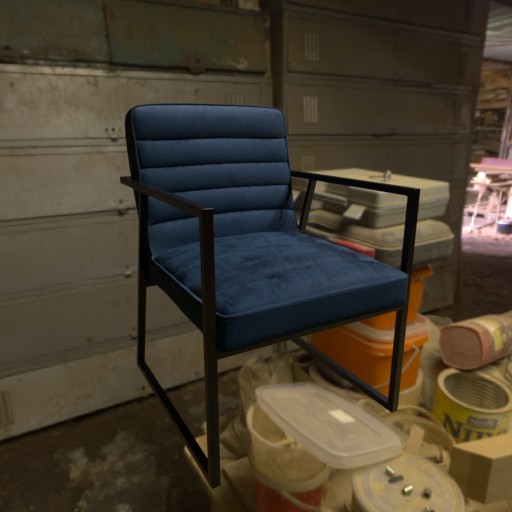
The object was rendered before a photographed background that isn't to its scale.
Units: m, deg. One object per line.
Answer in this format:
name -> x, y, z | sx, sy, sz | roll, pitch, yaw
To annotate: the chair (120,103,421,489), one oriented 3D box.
chair -> 0.000, 0.000, 1.247 | 0.571, 0.833, 0.677 | -9, 19, -28
